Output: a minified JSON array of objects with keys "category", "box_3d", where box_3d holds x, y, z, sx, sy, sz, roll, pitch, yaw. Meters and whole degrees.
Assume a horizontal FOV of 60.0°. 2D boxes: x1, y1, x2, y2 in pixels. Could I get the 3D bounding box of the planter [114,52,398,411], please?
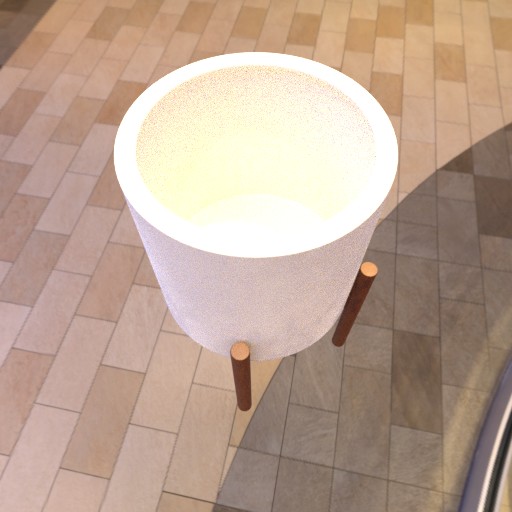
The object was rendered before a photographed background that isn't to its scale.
[{"category":"planter","box_3d":[0.000,0.000,0.943,0.417,0.670,0.417,-31,63,-17]}]
